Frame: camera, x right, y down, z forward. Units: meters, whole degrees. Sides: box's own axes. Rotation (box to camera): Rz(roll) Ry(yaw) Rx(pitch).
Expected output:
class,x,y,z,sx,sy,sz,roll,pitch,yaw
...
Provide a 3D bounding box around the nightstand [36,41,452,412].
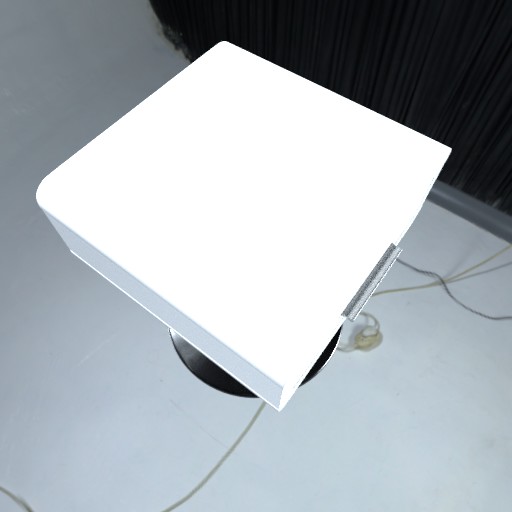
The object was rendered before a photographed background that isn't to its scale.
class,x,y,z,sx,sy,sz,roll,pitch,yaw
nightstand,0.000,0.000,0.759,0.404,0.447,0.399,33,65,18
